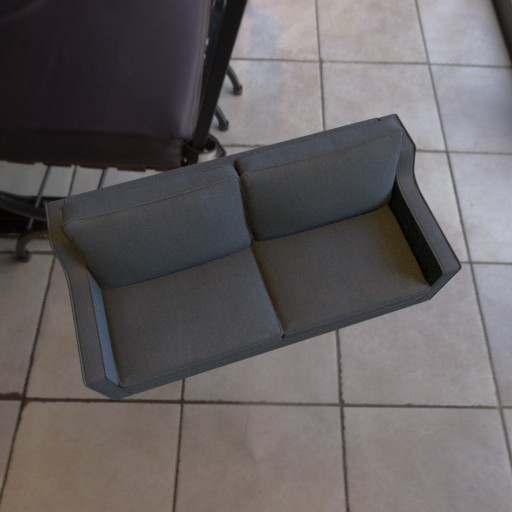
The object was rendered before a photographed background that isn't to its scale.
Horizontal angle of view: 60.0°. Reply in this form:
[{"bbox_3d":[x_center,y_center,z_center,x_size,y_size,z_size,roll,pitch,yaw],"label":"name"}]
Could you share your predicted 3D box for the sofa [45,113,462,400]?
[{"bbox_3d":[0.000,0.000,2.757,2.178,1.071,1.066,-16,66,-7],"label":"sofa"}]
